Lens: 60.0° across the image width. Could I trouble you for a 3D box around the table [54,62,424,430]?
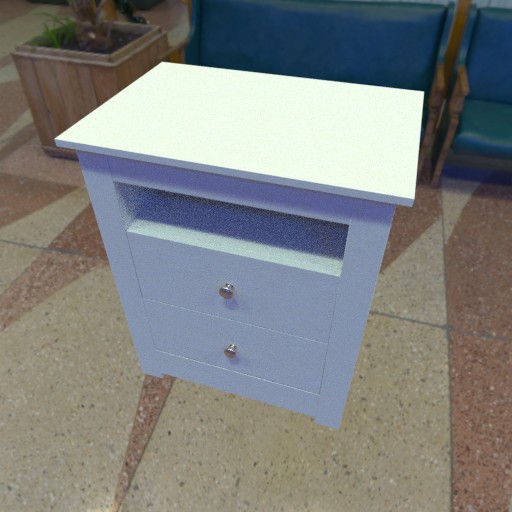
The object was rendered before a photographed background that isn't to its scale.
[{"bbox_3d":[0.000,0.000,1.062,0.589,0.711,0.406,12,43,13],"label":"table"}]
